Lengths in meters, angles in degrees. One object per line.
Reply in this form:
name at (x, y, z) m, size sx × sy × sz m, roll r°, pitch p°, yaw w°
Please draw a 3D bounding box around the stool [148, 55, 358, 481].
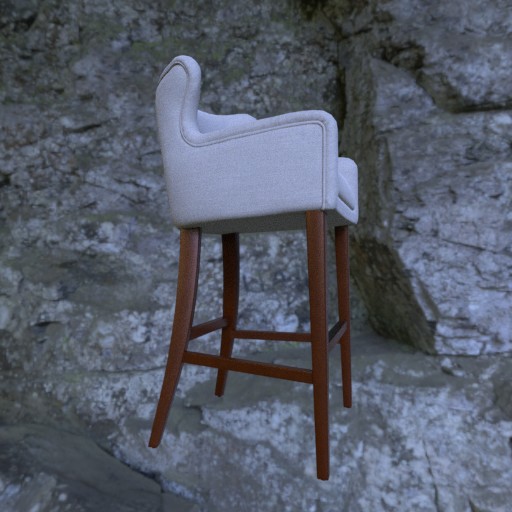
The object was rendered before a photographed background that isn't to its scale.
stool at (0.000, 0.000, 1.344) m, size 0.563 × 1.034 × 0.556 m, roll 0°, pitch 0°, yaw 18°
